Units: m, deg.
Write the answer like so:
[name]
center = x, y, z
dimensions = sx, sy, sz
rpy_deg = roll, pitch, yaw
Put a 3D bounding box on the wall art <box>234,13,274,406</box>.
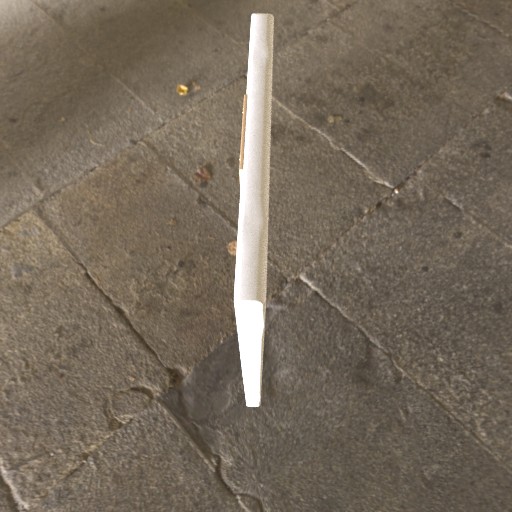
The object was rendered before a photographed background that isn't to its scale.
[wall art]
center = 0.000, 0.000, 1.126
dimensions = 0.048, 0.902, 0.602
rpy_deg = 2, 63, 1
